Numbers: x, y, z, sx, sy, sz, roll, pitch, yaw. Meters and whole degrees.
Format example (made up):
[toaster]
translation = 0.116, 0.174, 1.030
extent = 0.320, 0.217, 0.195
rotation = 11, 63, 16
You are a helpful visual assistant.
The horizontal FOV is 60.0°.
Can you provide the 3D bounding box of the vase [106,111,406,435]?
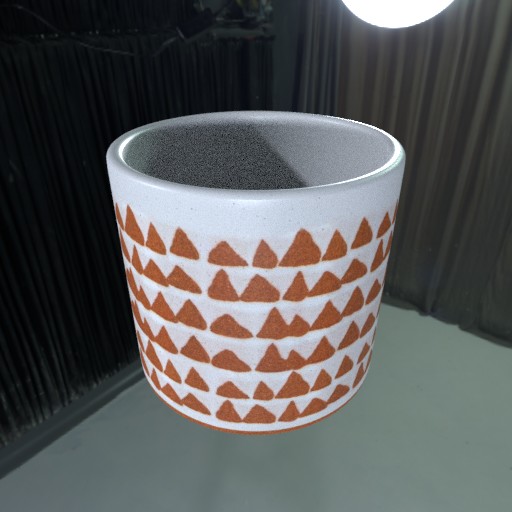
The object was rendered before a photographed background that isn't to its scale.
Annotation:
[vase]
translation = 0.000, 0.000, 0.241
extent = 0.137, 0.127, 0.137
rotation = 0, 30, 0
